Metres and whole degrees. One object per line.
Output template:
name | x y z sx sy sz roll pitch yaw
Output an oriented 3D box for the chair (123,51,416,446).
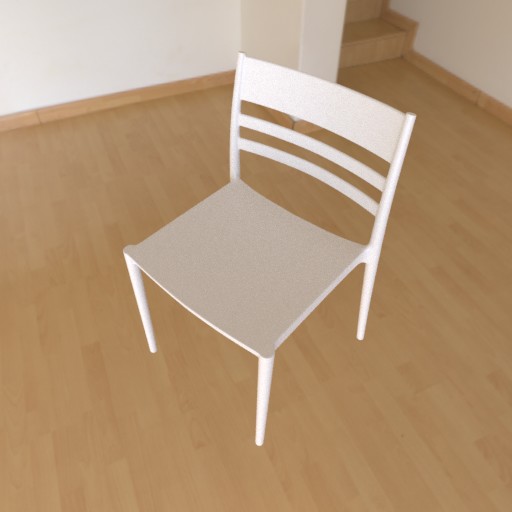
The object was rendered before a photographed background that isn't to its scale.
chair | 0.000 0.000 1.159 0.531 0.800 0.511 32 55 26
